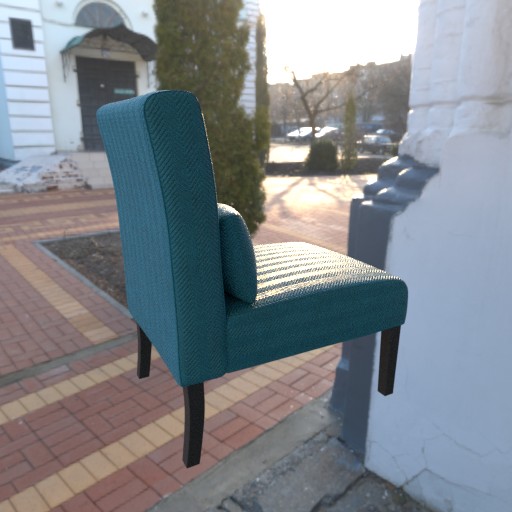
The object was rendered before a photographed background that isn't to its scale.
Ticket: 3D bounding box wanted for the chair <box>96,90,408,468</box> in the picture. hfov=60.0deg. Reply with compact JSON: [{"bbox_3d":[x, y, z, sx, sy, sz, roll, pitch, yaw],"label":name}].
[{"bbox_3d":[0.000,0.000,1.407,0.808,0.927,0.579,-8,18,-27],"label":"chair"}]
